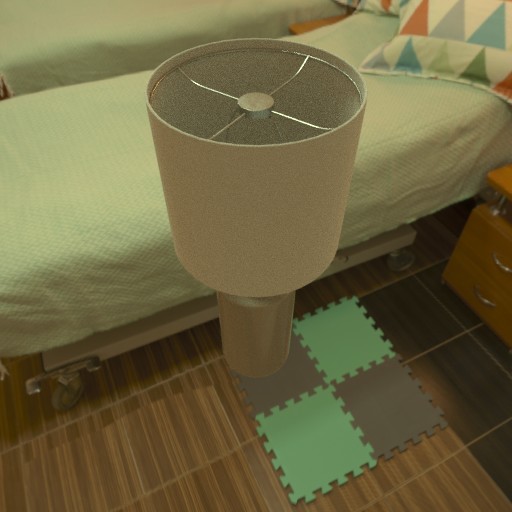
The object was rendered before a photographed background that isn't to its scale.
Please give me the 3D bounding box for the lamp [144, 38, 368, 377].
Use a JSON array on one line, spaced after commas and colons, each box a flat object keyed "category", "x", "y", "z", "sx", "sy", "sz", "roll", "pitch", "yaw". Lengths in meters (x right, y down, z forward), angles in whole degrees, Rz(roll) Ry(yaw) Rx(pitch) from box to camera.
[{"category": "lamp", "x": 0.000, "y": 0.000, "z": 0.607, "sx": 0.212, "sy": 0.493, "sz": 0.212, "roll": 27, "pitch": 53, "yaw": 22}]
